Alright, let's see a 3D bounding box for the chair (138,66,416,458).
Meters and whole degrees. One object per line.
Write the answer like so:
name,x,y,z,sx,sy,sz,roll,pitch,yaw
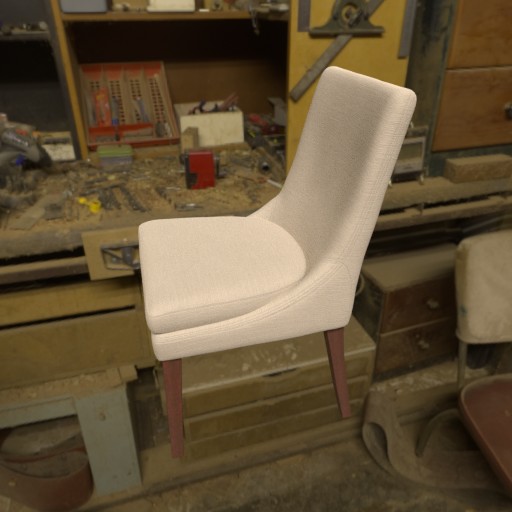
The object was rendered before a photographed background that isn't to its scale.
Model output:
chair,0.000,0.000,1.261,0.638,0.940,0.515,-8,31,-13
